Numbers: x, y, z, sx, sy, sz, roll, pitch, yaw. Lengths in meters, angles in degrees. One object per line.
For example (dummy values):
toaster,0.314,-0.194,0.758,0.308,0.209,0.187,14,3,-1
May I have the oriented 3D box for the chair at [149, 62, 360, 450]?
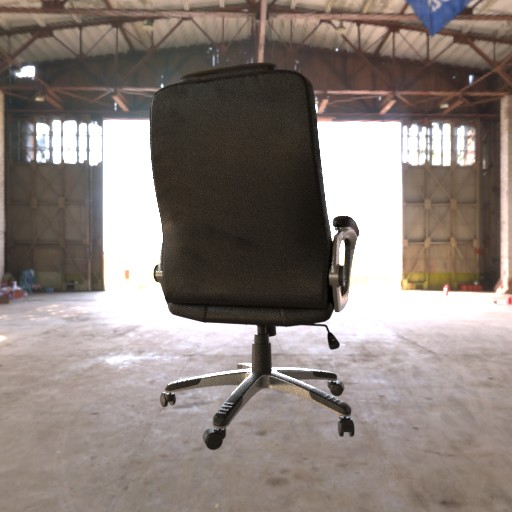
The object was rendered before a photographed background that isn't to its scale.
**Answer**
chair,0.000,0.000,1.536,0.697,1.075,0.689,0,0,18
